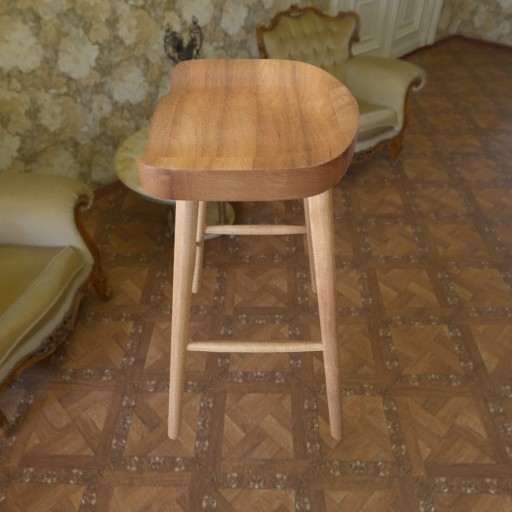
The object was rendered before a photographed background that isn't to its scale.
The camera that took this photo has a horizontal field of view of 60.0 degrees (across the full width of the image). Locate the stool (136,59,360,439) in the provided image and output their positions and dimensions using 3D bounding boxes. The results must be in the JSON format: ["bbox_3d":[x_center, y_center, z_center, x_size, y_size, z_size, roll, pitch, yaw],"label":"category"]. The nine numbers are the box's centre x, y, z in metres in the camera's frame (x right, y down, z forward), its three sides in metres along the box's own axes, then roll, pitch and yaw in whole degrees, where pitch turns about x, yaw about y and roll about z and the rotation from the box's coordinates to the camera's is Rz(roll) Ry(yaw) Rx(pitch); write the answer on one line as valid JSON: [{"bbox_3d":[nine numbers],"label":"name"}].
[{"bbox_3d":[0.000,0.000,0.867,0.361,0.615,0.440,0,41,0],"label":"stool"}]
